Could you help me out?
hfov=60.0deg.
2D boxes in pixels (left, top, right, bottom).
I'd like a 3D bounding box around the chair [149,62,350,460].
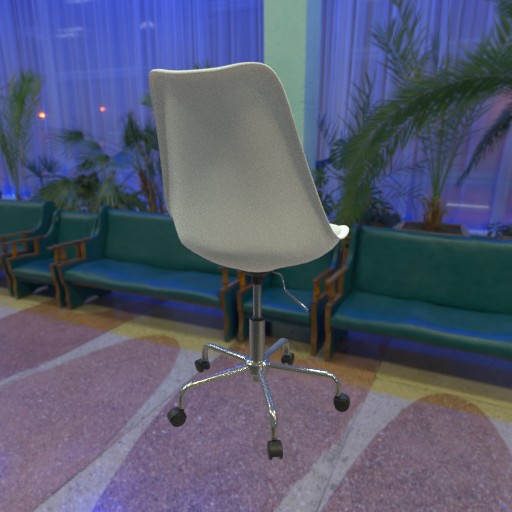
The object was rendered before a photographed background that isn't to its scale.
[{"bbox_3d":[0.000,0.000,1.244,0.550,0.930,0.550,8,18,26],"label":"chair"}]
